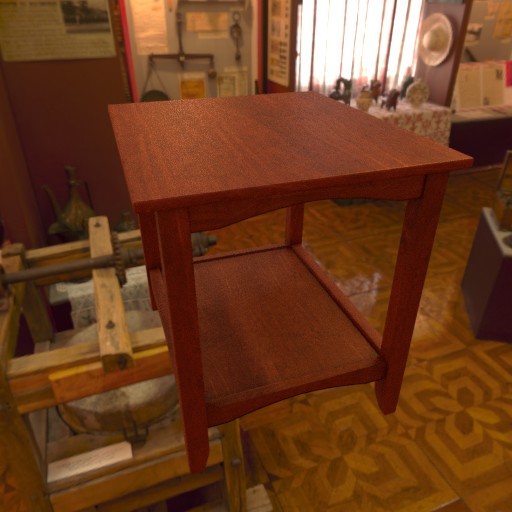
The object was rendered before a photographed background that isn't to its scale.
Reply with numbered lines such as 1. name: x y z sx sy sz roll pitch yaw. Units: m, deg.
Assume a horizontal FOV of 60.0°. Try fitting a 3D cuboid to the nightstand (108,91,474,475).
1. nightstand: 0.000 0.000 0.962 0.501 0.558 0.558 -10 32 -16
